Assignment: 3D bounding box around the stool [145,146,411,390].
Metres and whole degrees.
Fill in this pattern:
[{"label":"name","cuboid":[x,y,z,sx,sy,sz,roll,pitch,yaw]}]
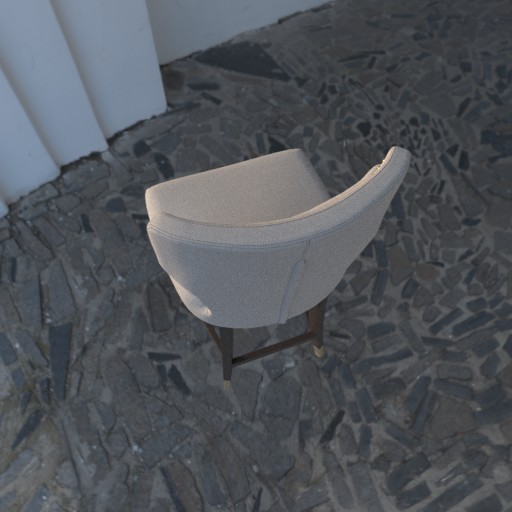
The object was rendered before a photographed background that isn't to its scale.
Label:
[{"label":"stool","cuboid":[0.000,0.000,1.302,0.527,0.982,0.563,-17,60,-10]}]
